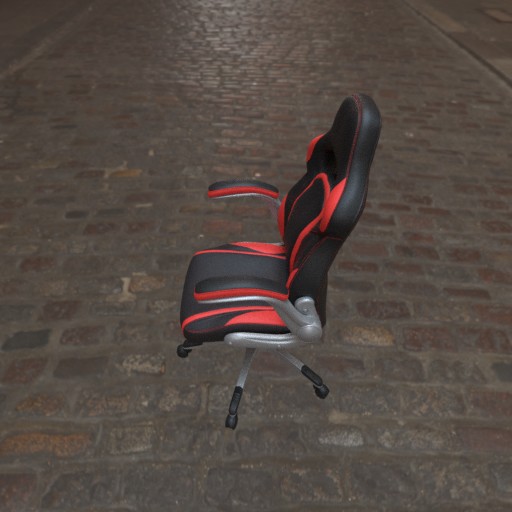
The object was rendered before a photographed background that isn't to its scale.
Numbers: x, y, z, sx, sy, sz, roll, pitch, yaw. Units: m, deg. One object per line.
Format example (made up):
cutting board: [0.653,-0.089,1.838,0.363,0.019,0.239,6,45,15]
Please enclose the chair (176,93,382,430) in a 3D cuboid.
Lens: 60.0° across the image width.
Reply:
chair: [0.000,0.000,1.645,0.712,1.165,0.758,0,40,0]
